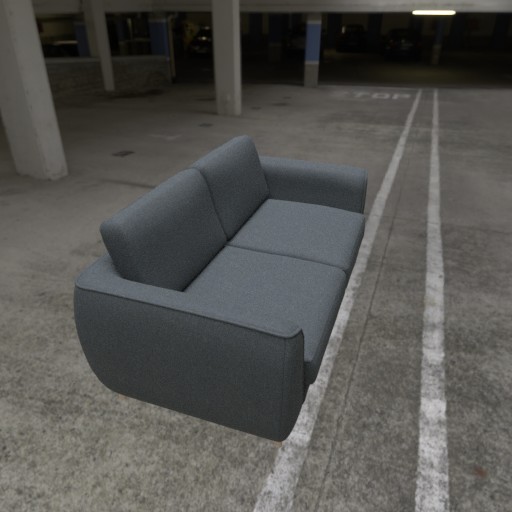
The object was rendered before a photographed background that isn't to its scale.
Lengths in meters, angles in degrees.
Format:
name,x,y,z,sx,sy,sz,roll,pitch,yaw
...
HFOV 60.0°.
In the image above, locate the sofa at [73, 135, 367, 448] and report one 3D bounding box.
name,x,y,z,sx,sy,sz,roll,pitch,yaw
sofa,0.000,0.000,2.205,0.920,0.850,1.700,10,31,17
